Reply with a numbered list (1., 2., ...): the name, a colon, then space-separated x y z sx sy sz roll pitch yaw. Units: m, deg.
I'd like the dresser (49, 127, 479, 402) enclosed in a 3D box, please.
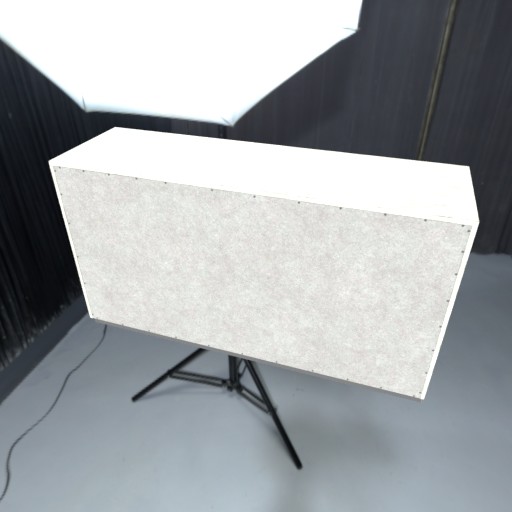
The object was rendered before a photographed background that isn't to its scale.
1. dresser: 0.000 0.000 2.029 1.628 0.889 0.483 10 35 15
